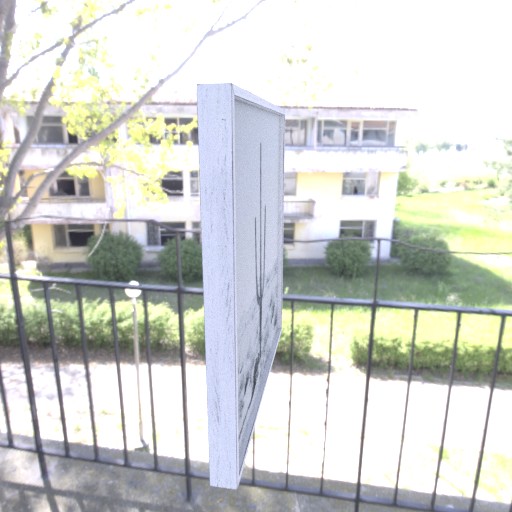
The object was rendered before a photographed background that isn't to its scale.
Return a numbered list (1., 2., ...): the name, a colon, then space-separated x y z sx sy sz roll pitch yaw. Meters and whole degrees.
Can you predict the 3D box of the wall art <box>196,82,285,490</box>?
1. wall art: 0.000 0.000 0.768 0.038 0.508 0.508 3 15 10
